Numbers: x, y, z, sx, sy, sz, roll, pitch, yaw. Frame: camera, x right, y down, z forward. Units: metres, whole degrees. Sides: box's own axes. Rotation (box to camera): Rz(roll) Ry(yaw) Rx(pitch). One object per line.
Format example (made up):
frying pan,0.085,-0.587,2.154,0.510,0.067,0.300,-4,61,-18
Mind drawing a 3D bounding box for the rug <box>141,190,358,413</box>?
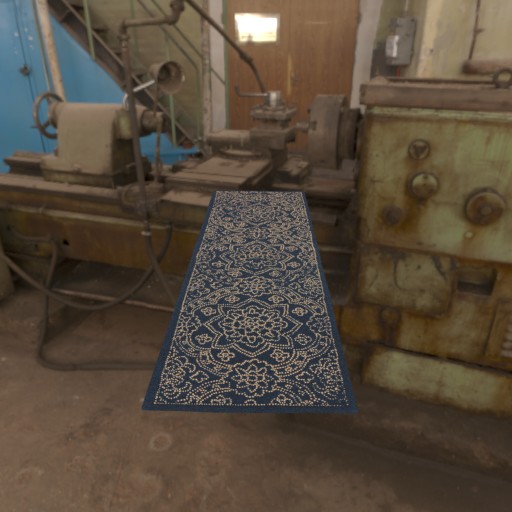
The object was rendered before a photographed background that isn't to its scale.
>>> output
rug,0.000,0.000,2.646,0.769,0.012,2.448,1,27,1
